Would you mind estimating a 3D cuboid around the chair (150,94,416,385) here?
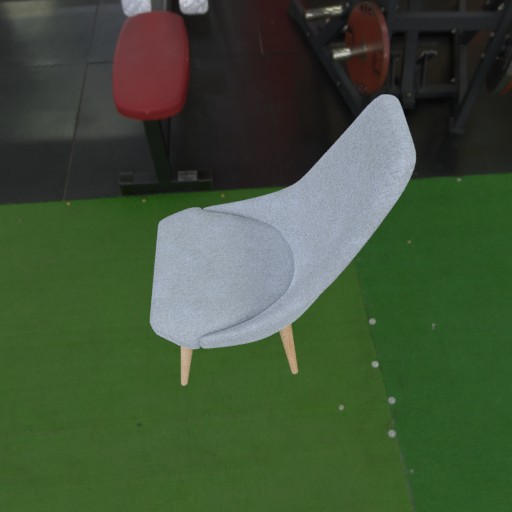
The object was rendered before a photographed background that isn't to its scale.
[{"bbox_3d":[0.000,0.000,1.387,0.660,1.040,0.510,-2,58,-1],"label":"chair"}]
